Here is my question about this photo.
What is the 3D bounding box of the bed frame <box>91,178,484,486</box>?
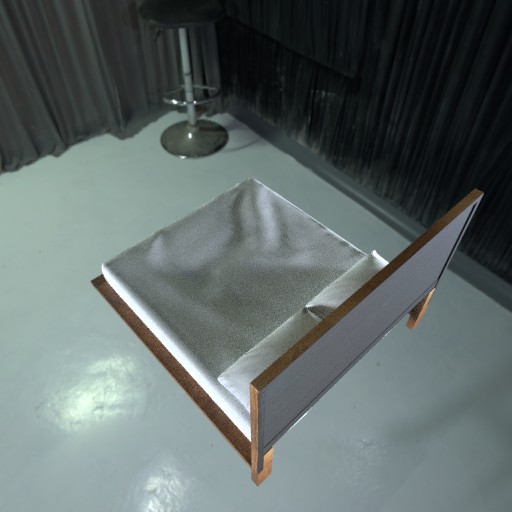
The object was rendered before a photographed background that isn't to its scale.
[{"bbox_3d":[0.000,0.000,3.581,2.038,1.537,2.235,-35,57,-27],"label":"bed frame"}]
